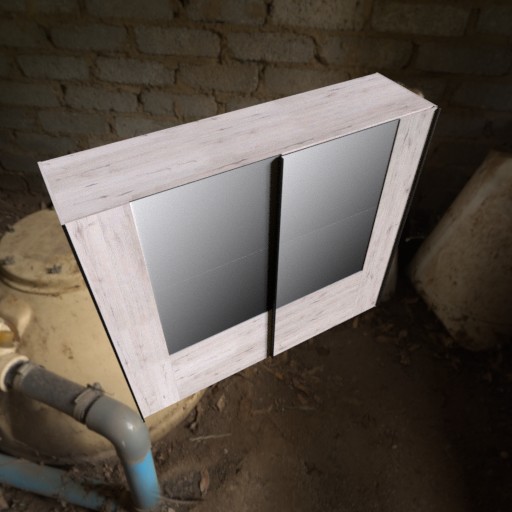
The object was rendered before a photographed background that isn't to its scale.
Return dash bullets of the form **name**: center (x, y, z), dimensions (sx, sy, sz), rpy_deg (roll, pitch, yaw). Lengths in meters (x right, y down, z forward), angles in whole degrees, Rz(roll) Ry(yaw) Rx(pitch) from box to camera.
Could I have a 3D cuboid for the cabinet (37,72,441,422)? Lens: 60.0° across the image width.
- **cabinet**: center (0.000, 0.000, 3.539), dimensions (2.500, 2.180, 0.660), rpy_deg (-22, 49, -20)
